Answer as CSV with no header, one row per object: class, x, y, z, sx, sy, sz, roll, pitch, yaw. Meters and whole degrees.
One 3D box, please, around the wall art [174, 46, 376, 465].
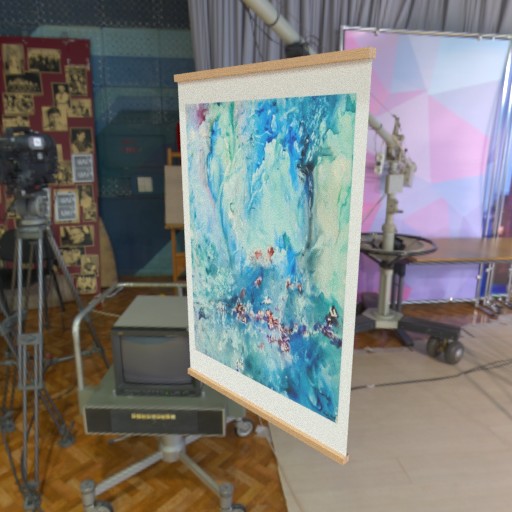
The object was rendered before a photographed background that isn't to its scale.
wall art,0.000,0.000,0.762,0.401,0.611,0.016,15,21,42
